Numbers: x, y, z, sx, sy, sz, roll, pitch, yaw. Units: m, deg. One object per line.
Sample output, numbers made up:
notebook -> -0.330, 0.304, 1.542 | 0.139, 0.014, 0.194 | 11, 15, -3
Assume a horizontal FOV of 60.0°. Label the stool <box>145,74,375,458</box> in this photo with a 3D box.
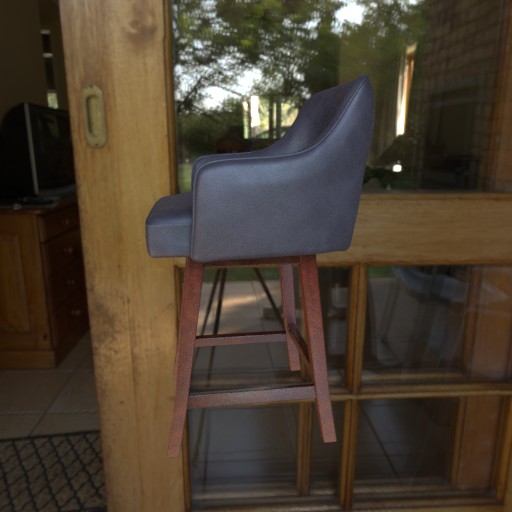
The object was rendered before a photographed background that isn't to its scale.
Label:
stool -> 0.000, 0.000, 1.245 | 0.560, 0.936, 0.550 | -2, 14, -8
